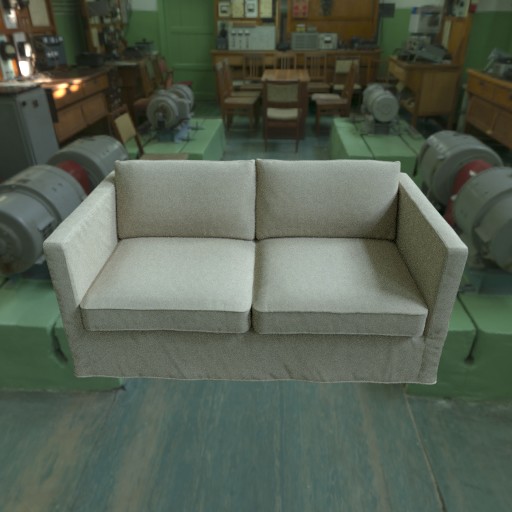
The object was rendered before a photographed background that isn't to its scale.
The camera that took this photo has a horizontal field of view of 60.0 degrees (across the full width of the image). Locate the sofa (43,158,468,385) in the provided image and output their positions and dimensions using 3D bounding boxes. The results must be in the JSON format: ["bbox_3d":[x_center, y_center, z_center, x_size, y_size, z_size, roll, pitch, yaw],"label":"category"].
[{"bbox_3d":[0.000,0.000,2.268,1.719,0.835,0.962,1,29,1],"label":"sofa"}]
